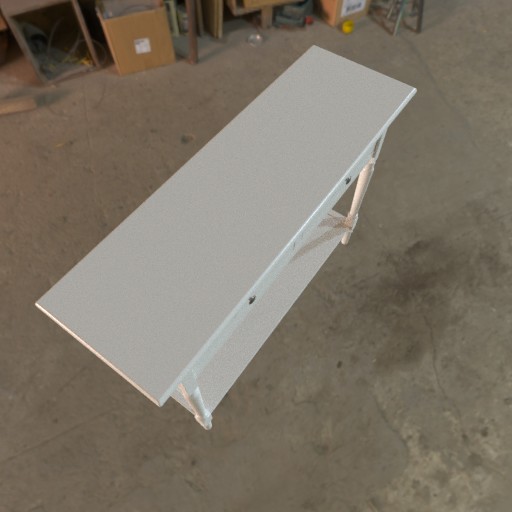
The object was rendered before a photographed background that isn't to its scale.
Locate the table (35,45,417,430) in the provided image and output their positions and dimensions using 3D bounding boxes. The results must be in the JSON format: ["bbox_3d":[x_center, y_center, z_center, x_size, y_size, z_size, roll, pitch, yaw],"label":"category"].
[{"bbox_3d":[0.000,0.000,1.543,0.386,0.814,1.191,32,64,18],"label":"table"}]
